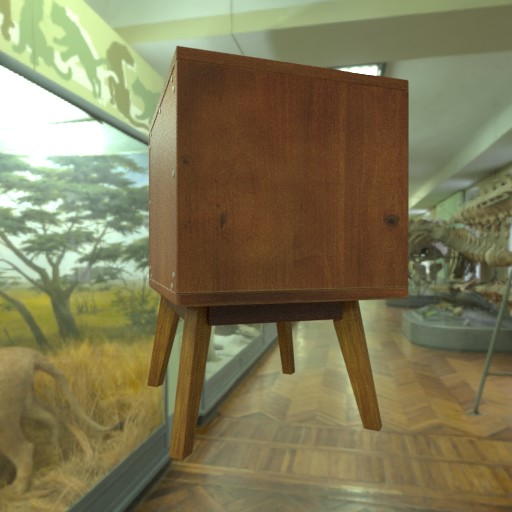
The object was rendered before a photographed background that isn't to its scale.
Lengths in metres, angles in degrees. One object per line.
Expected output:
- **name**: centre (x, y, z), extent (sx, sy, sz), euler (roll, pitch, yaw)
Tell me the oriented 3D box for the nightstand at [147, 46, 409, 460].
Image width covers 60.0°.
- **nightstand**: centre (0.000, 0.000, 0.929), extent (0.411, 0.618, 0.460), euler (0, 0, -19)
